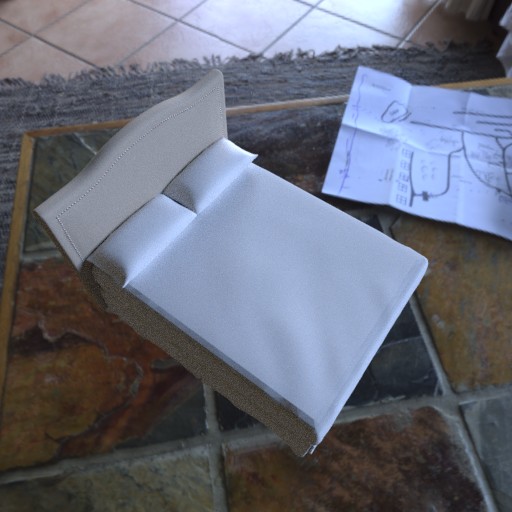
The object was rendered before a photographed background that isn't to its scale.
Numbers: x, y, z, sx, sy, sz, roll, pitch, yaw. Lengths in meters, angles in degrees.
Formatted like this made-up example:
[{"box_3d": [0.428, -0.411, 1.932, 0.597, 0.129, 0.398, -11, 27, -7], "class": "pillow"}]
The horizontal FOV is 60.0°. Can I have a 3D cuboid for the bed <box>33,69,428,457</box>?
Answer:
[{"box_3d": [0.000, 0.000, 3.122, 2.052, 1.398, 1.678, 32, 63, 19], "class": "bed"}]
